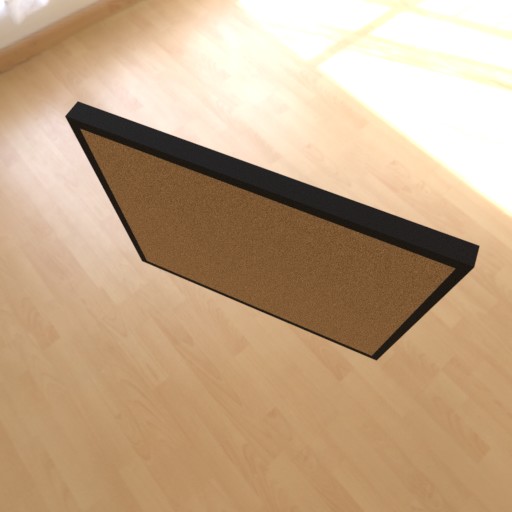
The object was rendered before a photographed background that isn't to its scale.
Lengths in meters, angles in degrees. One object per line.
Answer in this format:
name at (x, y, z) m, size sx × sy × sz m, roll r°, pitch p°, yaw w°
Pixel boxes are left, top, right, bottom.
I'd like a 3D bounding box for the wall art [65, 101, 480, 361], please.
wall art at (0.000, 0.000, 0.761) m, size 0.554 × 0.454 × 0.030 m, roll 22°, pitch 66°, yaw 10°
